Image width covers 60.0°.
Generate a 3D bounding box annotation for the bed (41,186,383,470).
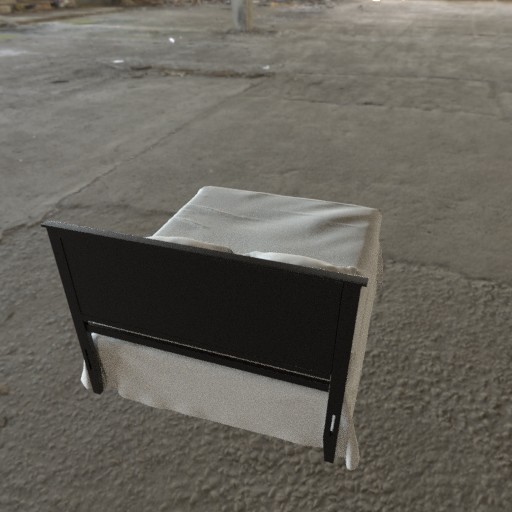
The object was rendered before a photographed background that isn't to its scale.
[{"bbox_3d":[0.000,0.000,3.200,1.870,1.270,2.050,10,34,15],"label":"bed"}]
